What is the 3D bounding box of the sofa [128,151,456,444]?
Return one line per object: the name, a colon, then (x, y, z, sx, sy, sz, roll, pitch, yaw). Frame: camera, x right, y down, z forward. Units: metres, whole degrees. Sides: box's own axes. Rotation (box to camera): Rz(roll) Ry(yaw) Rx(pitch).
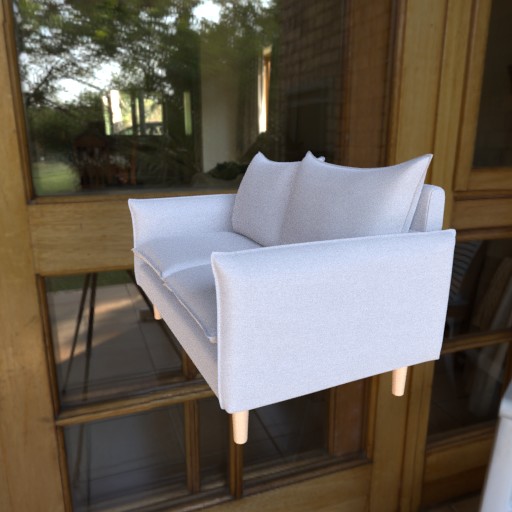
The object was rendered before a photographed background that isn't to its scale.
sofa: (0.000, 0.000, 1.828, 0.820, 0.840, 1.300, -7, 16, -24)
